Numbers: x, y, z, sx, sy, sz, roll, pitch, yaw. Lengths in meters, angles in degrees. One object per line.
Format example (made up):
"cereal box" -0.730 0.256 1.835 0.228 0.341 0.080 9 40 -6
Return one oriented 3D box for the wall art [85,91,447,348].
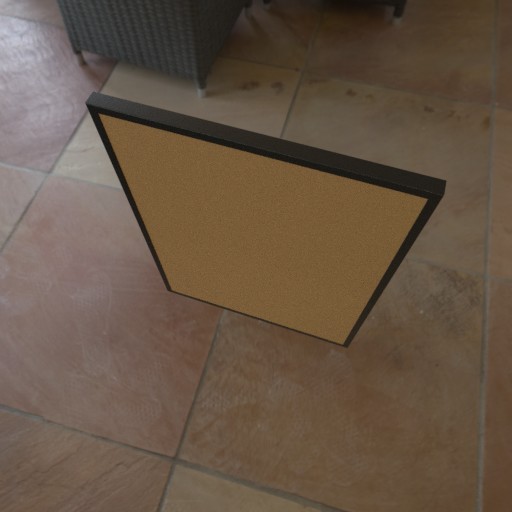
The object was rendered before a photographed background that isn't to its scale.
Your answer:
"wall art" 0.000 0.000 1.419 0.804 1.061 0.039 16 63 9
